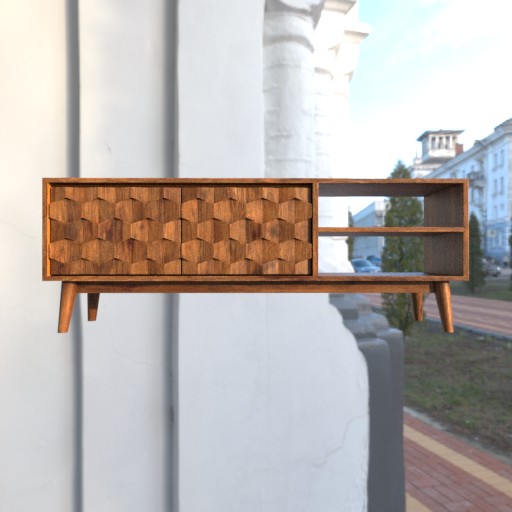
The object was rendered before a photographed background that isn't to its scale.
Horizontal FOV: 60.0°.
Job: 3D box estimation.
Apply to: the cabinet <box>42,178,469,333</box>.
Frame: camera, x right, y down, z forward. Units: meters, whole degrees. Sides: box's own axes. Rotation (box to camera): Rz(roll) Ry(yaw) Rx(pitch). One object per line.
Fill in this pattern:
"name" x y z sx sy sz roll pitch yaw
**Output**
"cabinet" 0.000 0.000 1.678 1.448 0.528 0.349 0 0 -1
